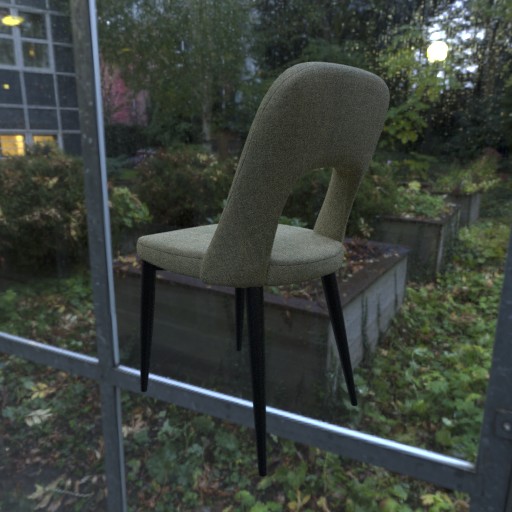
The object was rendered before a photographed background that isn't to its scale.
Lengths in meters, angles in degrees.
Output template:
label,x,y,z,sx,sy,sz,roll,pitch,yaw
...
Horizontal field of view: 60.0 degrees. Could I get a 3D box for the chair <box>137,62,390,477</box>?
label,x,y,z,sx,sy,sz,roll,pitch,yaw
chair,0.000,0.000,1.247,0.612,0.931,0.470,13,19,43
